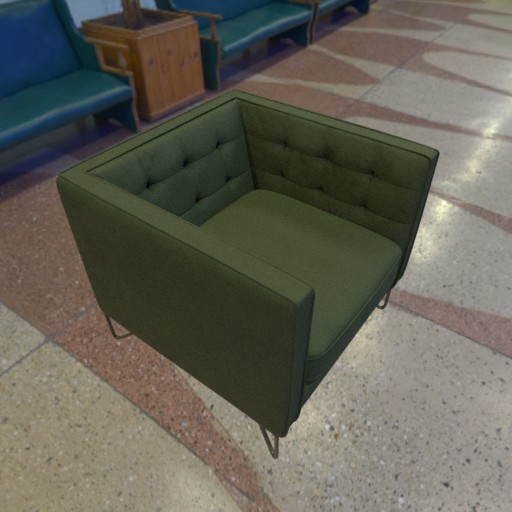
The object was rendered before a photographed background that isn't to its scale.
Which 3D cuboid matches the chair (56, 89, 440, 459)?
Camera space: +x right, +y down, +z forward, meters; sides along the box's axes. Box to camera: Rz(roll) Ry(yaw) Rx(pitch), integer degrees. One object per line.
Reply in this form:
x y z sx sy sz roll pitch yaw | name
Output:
0.000 0.000 1.623 0.894 0.790 0.880 26 48 27 | chair
